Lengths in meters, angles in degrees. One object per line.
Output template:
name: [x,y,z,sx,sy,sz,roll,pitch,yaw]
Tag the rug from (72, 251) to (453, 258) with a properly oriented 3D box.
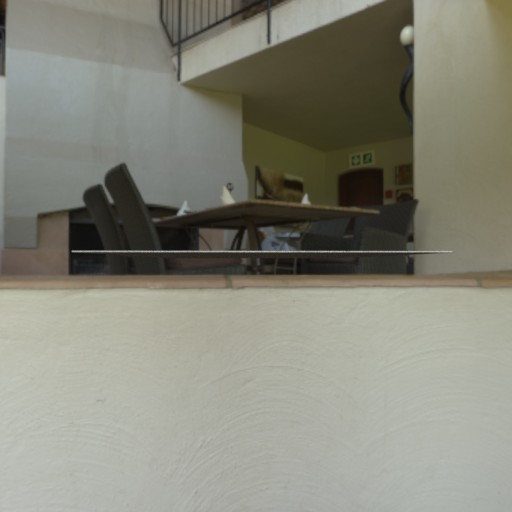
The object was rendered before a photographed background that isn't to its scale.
rug: [0.000,0.000,2.330,1.229,0.005,1.827,0,-1,-2]
